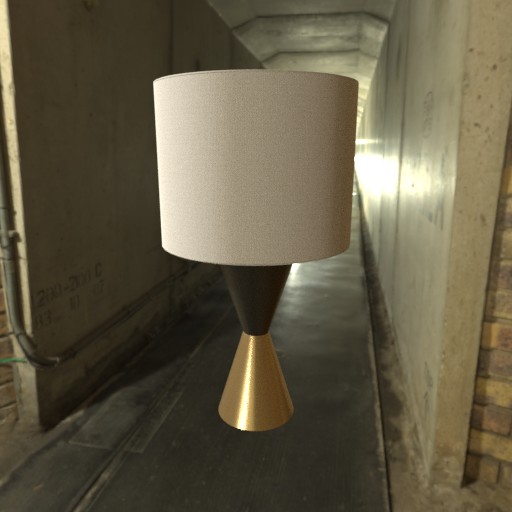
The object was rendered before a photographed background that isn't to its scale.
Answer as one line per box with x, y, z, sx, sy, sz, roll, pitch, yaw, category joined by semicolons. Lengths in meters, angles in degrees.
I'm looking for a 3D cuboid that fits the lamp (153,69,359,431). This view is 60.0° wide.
0.000;0.000;0.738;0.304;0.573;0.304;-7;16;-25;lamp
